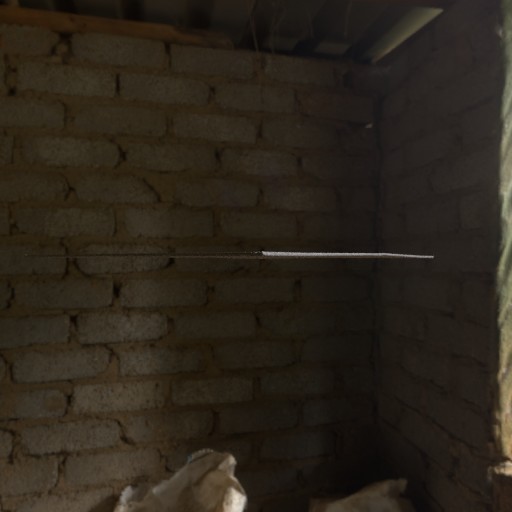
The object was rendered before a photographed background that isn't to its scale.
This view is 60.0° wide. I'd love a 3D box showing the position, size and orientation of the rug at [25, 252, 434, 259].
[{"bbox_3d":[0.000,0.000,4.232,2.434,0.045,3.202,0,-1,36],"label":"rug"}]
